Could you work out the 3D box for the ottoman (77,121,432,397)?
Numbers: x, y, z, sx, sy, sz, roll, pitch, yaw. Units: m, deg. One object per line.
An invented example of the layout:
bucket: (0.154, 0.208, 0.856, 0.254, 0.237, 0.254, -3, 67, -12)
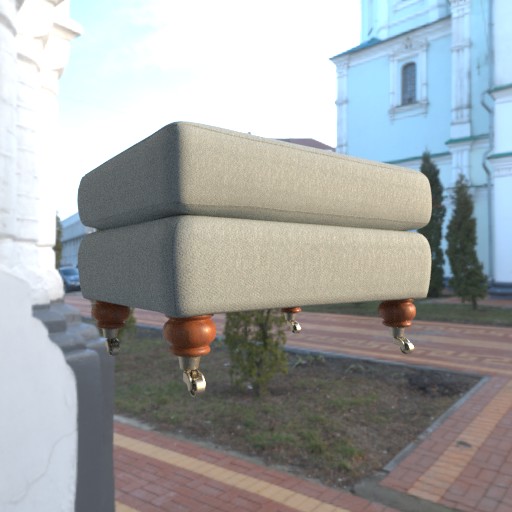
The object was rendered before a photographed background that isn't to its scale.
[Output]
ottoman: (0.000, 0.000, 1.151, 0.773, 0.499, 0.569, 1, -1, -37)
